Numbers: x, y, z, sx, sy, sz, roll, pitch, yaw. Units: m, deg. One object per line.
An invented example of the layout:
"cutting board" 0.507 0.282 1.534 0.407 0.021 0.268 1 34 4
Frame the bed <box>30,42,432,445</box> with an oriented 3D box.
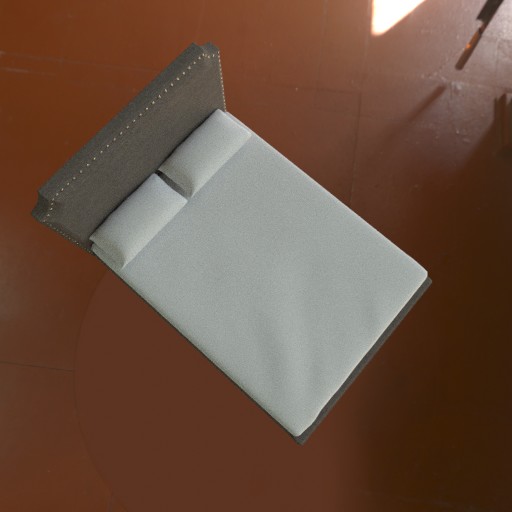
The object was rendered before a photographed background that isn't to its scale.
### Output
"bed" 0.000 0.000 3.398 2.381 1.457 1.713 40 80 9
